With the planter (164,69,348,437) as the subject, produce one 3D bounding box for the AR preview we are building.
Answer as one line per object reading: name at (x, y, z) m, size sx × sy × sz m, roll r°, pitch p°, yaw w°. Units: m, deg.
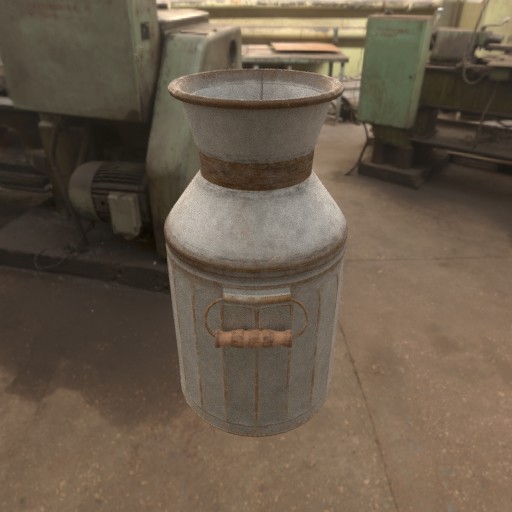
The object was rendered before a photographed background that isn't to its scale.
planter at (0.000, 0.000, 0.534) m, size 0.214 × 0.396 × 0.245 m, roll 0°, pitch 31°, yaw 0°
